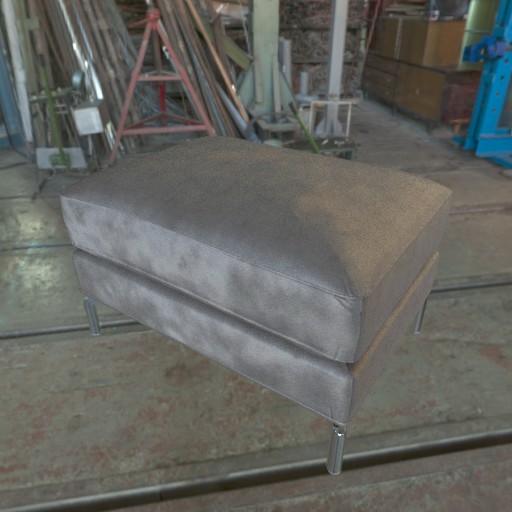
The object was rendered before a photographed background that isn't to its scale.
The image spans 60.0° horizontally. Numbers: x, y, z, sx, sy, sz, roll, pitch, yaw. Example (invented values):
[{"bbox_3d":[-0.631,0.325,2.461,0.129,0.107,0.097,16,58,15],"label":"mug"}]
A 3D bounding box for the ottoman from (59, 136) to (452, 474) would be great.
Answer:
[{"bbox_3d":[0.000,0.000,1.045,0.719,0.456,0.520,19,35,29],"label":"ottoman"}]
